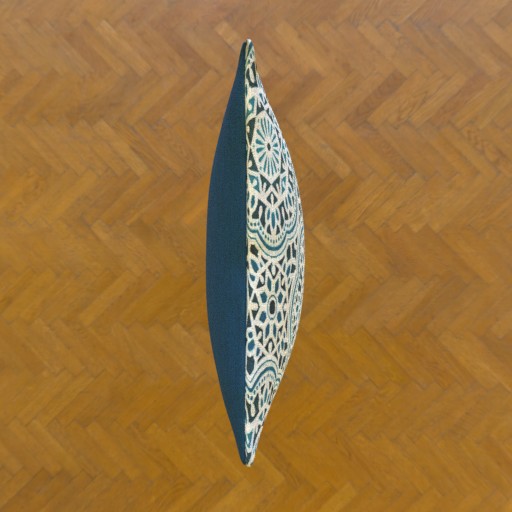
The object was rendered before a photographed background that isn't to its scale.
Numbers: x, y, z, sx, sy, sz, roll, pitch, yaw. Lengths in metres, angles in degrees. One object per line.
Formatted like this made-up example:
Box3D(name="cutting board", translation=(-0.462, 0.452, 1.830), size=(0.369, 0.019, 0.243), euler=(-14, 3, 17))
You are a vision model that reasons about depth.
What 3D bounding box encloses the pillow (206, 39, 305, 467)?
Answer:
Box3D(name="pillow", translation=(0.000, 0.000, 0.652), size=(0.145, 0.420, 0.440), euler=(0, 89, 3))
